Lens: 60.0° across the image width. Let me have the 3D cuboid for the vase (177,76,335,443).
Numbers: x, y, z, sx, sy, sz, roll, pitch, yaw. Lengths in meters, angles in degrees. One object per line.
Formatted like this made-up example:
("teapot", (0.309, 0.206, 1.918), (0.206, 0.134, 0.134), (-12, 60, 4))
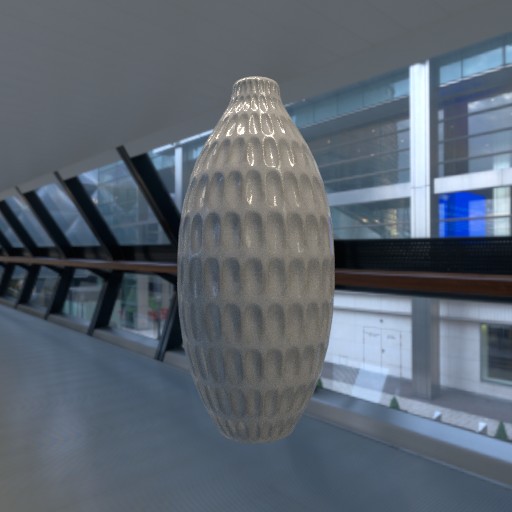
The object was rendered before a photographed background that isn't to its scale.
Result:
("vase", (0.000, 0.000, 0.363), (0.127, 0.282, 0.127), (0, -1, 0))
